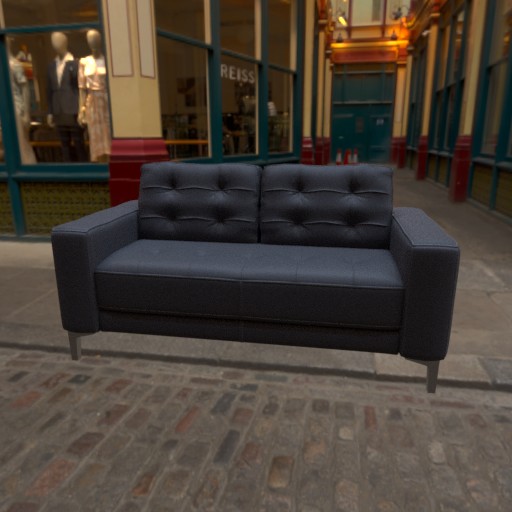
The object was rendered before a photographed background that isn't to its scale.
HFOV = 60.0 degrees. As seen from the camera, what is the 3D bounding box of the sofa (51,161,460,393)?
[{"bbox_3d":[0.000,0.000,2.219,1.726,0.893,0.833,3,16,9],"label":"sofa"}]
